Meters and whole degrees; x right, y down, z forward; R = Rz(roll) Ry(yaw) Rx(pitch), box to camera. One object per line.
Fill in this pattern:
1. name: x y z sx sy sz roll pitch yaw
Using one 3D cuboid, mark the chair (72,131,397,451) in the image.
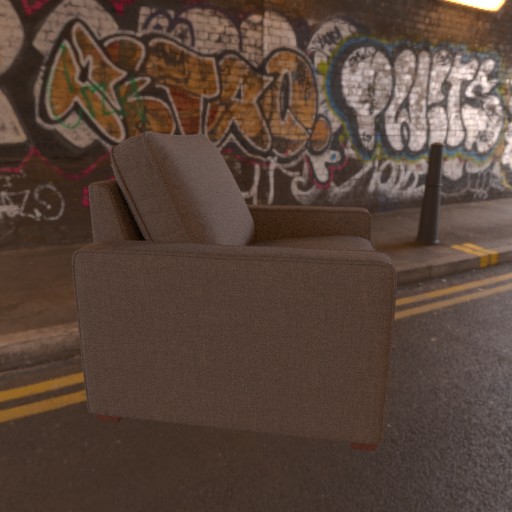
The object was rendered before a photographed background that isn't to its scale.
1. chair: 0.000 0.000 1.707 0.940 0.919 1.017 3 15 9
